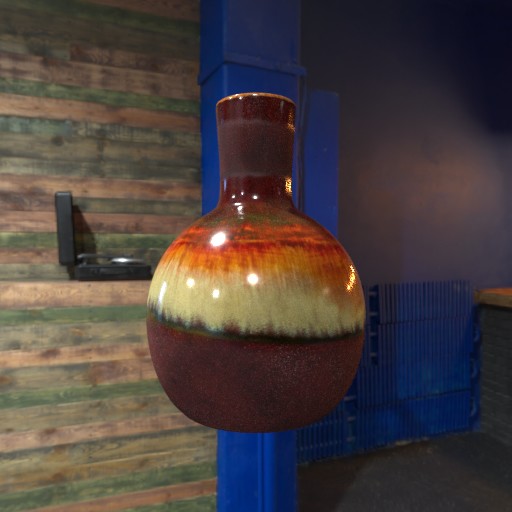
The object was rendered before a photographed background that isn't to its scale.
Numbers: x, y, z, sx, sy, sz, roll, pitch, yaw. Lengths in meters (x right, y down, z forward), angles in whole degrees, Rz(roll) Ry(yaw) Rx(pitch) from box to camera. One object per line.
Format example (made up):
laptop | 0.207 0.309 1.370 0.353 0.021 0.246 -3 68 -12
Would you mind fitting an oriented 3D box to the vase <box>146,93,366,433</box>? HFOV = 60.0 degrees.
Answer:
vase | 0.000 0.000 0.230 0.111 0.154 0.111 0 1 0
